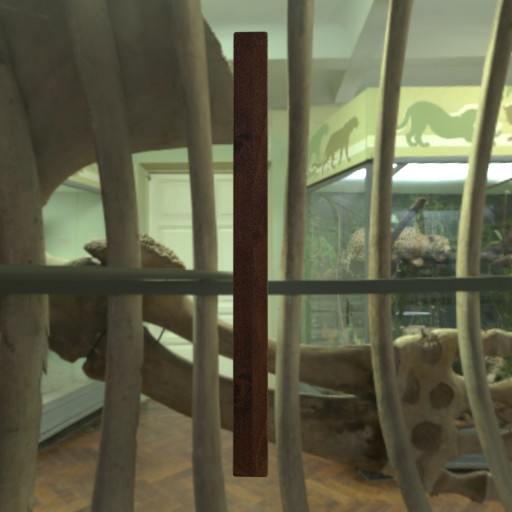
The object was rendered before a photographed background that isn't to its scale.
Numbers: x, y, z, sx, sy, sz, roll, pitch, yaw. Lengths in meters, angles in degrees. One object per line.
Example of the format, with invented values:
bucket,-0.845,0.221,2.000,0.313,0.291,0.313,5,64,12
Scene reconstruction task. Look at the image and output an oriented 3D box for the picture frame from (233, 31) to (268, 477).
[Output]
picture frame,0.000,0.000,0.529,0.028,0.356,0.352,0,-1,1
